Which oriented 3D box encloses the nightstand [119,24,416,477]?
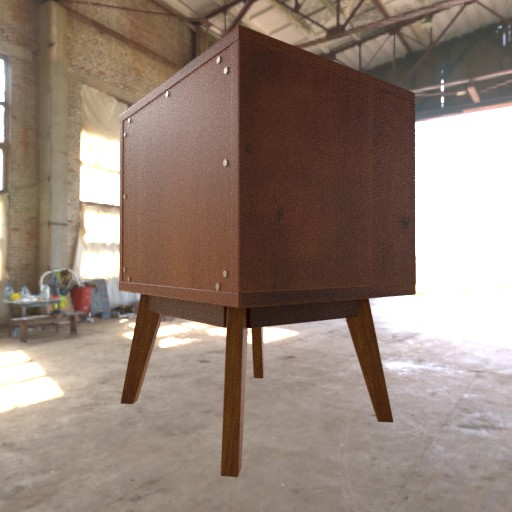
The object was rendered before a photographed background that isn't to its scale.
[{"bbox_3d":[0.000,0.000,0.896,0.411,0.618,0.460,1,-1,-37],"label":"nightstand"}]
